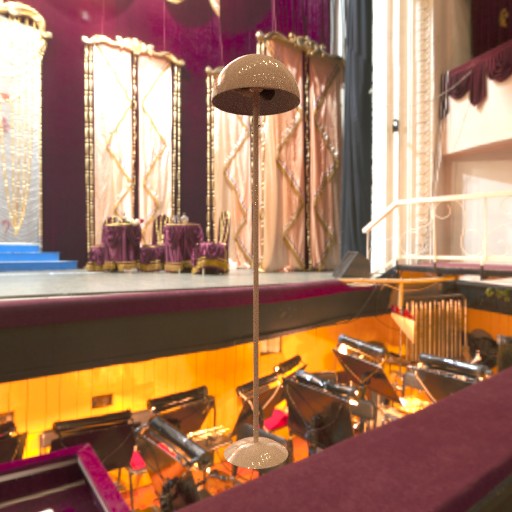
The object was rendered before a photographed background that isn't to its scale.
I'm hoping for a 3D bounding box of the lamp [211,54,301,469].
[{"bbox_3d":[0.000,0.000,1.649,0.328,1.480,0.328,-1,1,-36],"label":"lamp"}]
